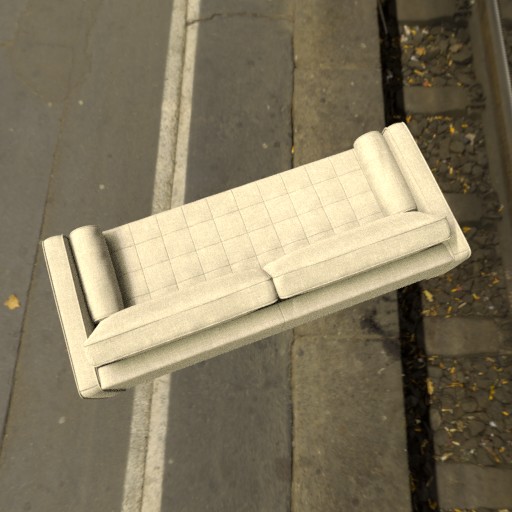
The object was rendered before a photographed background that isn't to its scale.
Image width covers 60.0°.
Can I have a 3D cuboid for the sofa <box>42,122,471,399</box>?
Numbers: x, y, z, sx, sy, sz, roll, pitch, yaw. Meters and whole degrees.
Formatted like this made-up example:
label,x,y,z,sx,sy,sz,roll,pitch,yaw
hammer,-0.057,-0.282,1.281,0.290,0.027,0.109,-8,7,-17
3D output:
label,x,y,z,sx,sy,sz,roll,pitch,yaw
sofa,0.000,0.000,2.593,2.211,0.762,0.914,-19,74,-6
